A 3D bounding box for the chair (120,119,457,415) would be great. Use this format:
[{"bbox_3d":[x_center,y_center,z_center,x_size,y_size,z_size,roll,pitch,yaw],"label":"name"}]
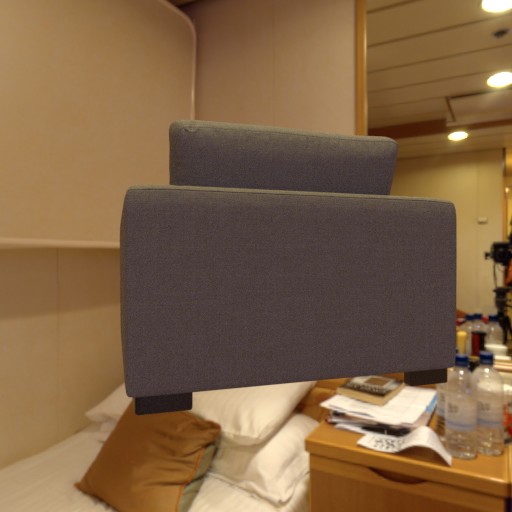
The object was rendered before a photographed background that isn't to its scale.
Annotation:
[{"bbox_3d":[0.000,0.000,1.837,1.070,0.847,1.100,0,0,-18],"label":"chair"}]
